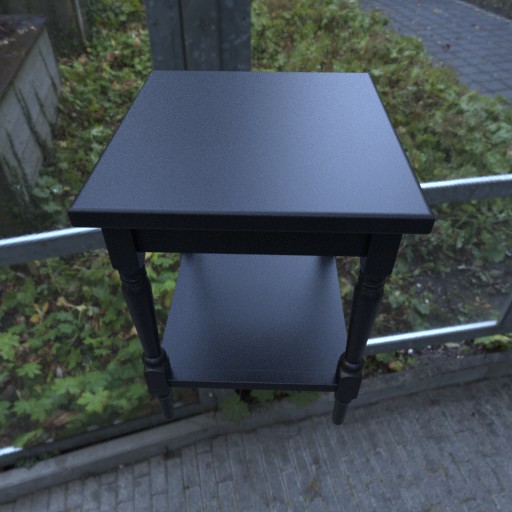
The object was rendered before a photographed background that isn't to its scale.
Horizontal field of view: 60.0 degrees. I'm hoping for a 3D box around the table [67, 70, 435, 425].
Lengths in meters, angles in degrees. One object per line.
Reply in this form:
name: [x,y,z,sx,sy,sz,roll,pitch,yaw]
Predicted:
table: [0.000,0.000,0.897,0.442,0.565,0.488,1,41,1]
